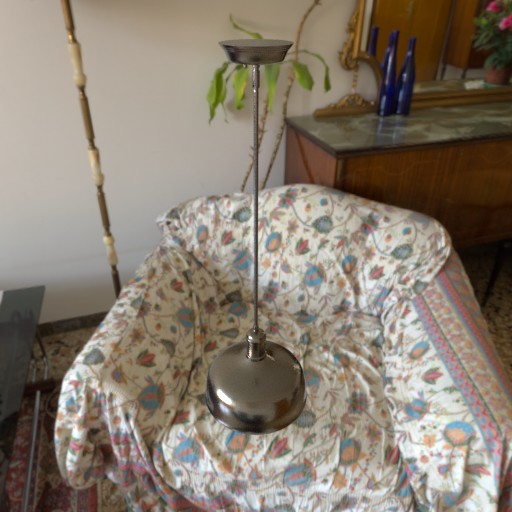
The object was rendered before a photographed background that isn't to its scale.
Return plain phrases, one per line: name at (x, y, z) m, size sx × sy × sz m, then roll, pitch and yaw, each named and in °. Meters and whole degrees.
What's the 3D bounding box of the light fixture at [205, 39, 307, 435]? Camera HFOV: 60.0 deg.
light fixture at (0.000, 0.000, 1.073) m, size 0.299 × 0.935 × 0.299 m, roll 20°, pitch 36°, yaw 30°
